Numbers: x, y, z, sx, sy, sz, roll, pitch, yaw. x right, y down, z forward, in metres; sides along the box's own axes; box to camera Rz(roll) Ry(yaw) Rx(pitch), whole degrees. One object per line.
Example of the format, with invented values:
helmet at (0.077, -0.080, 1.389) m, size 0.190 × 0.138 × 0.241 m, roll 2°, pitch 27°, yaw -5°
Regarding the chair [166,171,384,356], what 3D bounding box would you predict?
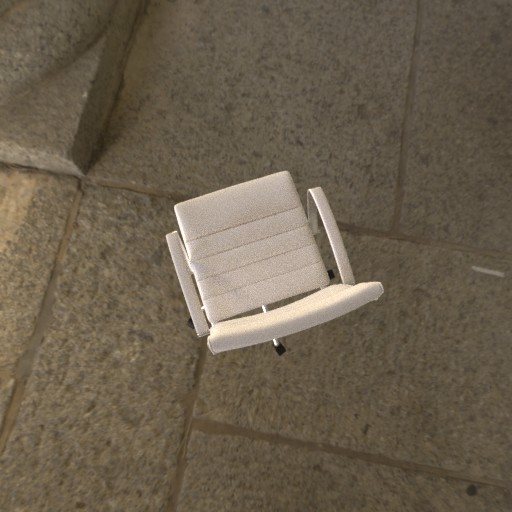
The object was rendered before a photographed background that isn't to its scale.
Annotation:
chair at (0.000, 0.000, 1.665) m, size 0.766 × 1.149 × 0.739 m, roll -18°, pitch 76°, yaw -5°
